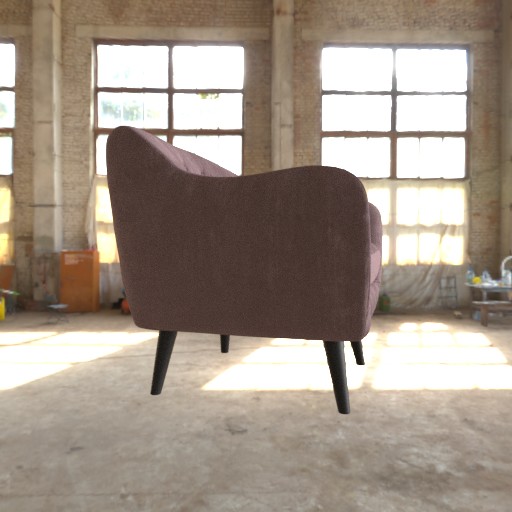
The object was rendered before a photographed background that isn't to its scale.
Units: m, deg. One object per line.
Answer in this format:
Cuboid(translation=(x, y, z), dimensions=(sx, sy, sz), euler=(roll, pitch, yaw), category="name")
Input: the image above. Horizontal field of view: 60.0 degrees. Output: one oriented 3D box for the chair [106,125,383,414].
Cuboid(translation=(0.000, 0.000, 1.515), dimensions=(0.820, 0.820, 0.840), euler=(0, 1, 18), category="chair")
